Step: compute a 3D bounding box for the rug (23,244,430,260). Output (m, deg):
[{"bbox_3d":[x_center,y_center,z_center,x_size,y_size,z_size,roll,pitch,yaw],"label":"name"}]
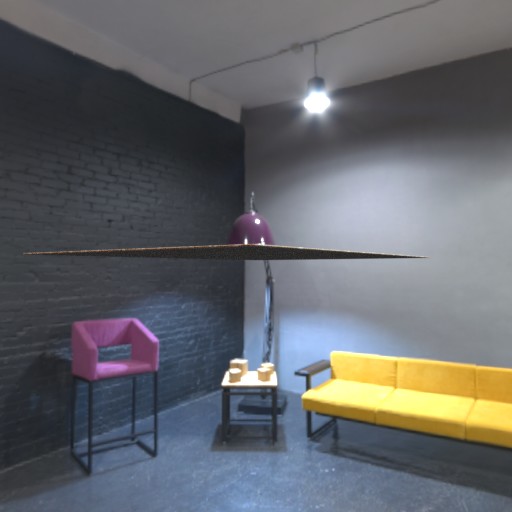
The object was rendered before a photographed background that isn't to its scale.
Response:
[{"bbox_3d":[0.000,0.000,4.375,2.438,0.010,3.353,-1,-2,36],"label":"rug"}]
